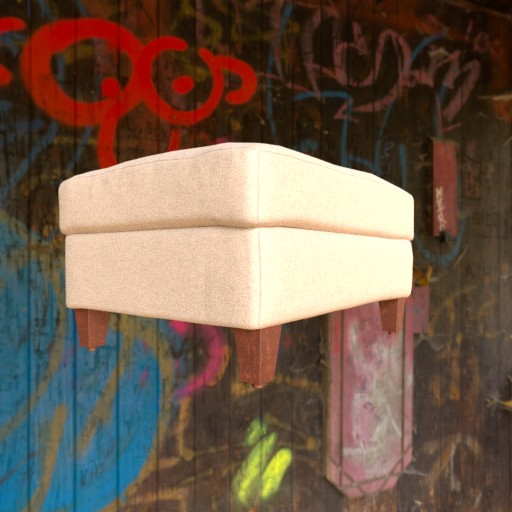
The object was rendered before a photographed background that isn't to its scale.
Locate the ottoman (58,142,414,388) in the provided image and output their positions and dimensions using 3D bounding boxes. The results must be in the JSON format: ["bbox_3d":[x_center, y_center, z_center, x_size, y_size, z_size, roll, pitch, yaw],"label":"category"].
[{"bbox_3d":[0.000,0.000,1.327,0.692,0.511,0.902,0,0,37],"label":"ottoman"}]
